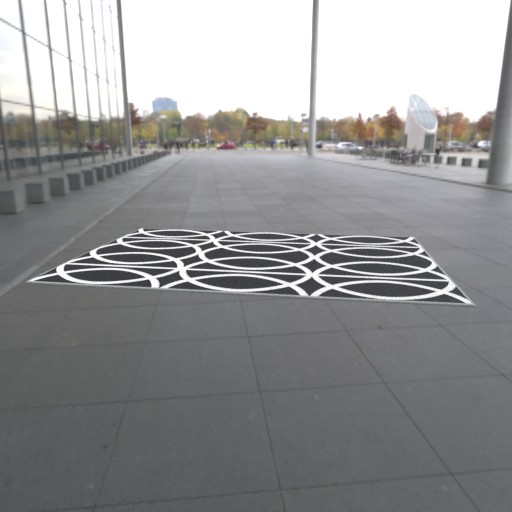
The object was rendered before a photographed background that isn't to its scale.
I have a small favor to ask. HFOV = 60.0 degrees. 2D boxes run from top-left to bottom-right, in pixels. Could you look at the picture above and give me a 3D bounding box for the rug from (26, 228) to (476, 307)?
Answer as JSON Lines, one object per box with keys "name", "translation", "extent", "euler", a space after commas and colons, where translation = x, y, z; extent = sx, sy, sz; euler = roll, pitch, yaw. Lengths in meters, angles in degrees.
{"name": "rug", "translation": [0.000, 0.000, 2.932], "extent": [2.290, 0.014, 1.526], "euler": [2, 15, 9]}
